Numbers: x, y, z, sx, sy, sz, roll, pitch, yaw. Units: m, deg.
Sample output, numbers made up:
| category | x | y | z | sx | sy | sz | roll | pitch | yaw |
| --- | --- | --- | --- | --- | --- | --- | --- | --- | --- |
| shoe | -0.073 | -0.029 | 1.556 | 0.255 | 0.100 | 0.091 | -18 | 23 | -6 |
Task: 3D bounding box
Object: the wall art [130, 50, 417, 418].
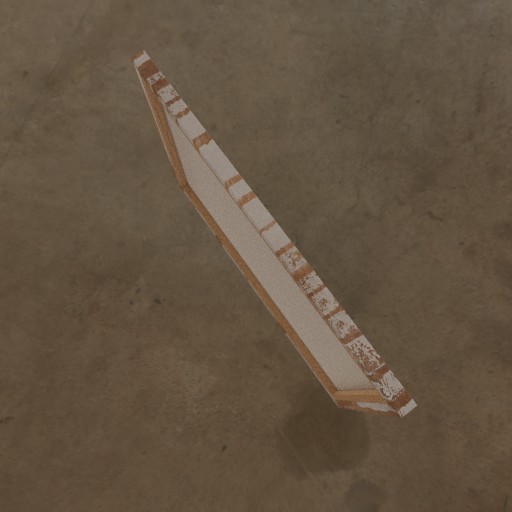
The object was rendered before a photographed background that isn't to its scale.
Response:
| category | x | y | z | sx | sy | sz | roll | pitch | yaw |
| --- | --- | --- | --- | --- | --- | --- | --- | --- | --- |
| wall art | 0.000 | 0.000 | 1.159 | 0.035 | 0.609 | 0.914 | -34 | 76 | -10 |
